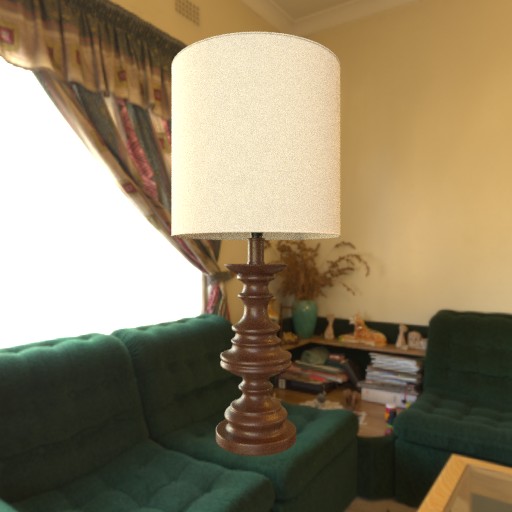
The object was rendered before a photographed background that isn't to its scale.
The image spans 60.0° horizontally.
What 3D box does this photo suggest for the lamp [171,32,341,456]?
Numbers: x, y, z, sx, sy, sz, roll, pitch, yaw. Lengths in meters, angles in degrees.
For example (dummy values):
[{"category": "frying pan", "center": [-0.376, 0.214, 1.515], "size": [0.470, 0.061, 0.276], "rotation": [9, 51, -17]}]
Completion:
[{"category": "lamp", "center": [0.000, 0.000, 0.554], "size": [0.208, 0.455, 0.208], "rotation": [0, 0, 18]}]
